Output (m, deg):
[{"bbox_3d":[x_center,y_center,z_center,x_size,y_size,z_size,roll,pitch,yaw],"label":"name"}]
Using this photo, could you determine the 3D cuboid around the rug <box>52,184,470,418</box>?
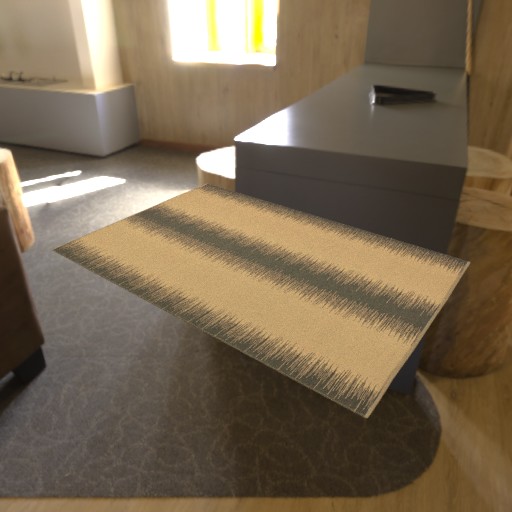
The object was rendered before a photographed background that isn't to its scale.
[{"bbox_3d":[0.000,0.000,2.343,1.854,0.006,1.234,21,36,31],"label":"rug"}]
